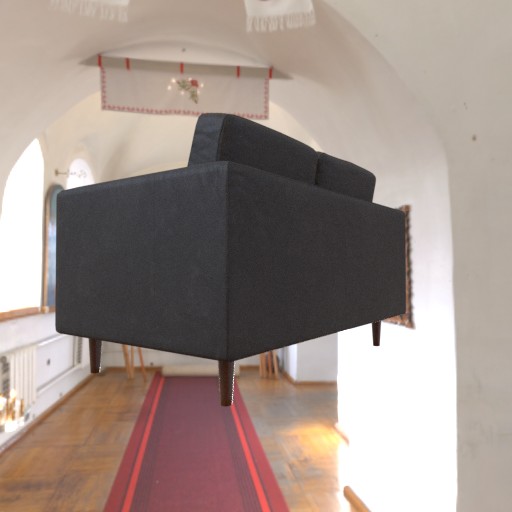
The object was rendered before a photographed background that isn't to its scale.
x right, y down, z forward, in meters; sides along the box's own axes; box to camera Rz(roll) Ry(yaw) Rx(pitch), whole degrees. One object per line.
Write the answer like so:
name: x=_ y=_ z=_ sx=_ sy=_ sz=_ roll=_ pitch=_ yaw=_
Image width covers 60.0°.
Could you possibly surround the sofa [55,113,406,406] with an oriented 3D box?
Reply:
sofa: x=0.000 y=0.000 z=1.982 sx=0.879 sy=0.899 sz=1.430 roll=-1 pitch=-1 yaw=37
